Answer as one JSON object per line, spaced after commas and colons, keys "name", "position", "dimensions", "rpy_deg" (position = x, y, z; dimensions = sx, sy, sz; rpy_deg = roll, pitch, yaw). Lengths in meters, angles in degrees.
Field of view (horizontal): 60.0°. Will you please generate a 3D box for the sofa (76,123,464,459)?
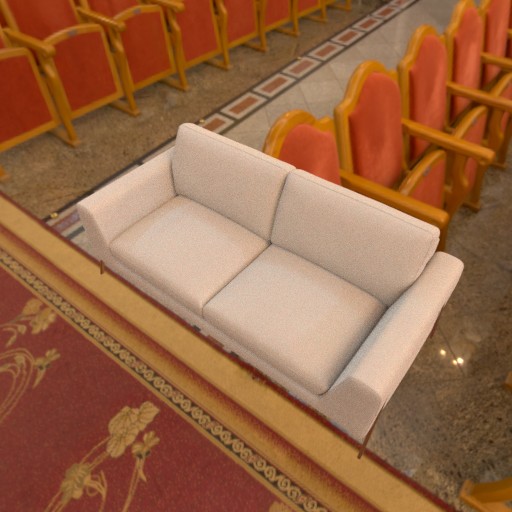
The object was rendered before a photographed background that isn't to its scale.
{"name": "sofa", "position": [0.000, 0.000, 2.568], "dimensions": [2.017, 0.875, 0.953], "rpy_deg": [29, 52, 26]}
